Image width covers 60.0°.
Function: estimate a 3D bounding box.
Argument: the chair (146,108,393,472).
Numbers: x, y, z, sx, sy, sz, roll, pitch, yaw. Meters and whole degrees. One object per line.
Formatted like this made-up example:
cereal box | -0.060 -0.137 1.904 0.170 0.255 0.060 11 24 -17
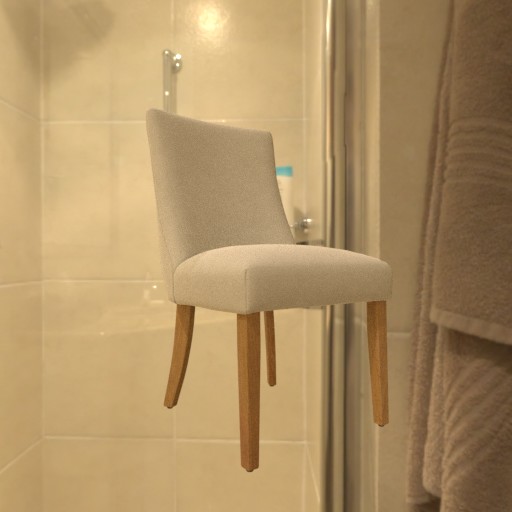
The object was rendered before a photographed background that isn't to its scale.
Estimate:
chair | 0.000 0.000 1.280 0.495 0.902 0.610 0 0 -35
